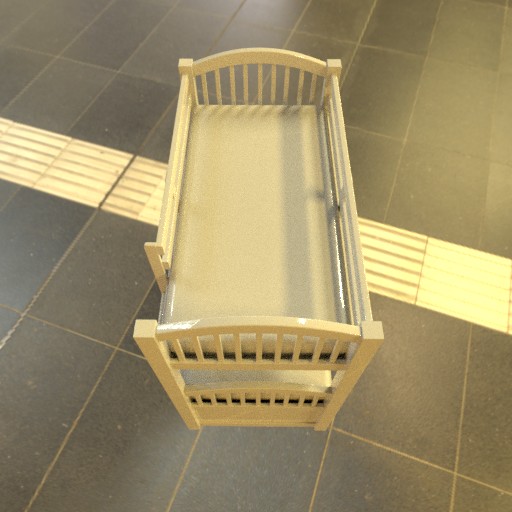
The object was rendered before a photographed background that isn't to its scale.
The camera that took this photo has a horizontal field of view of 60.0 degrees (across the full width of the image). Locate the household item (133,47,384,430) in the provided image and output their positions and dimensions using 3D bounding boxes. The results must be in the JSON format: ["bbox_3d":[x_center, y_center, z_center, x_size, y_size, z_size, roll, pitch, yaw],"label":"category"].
[{"bbox_3d":[0.000,0.000,3.265,1.143,2.032,2.032,0,57,0],"label":"household item"}]
